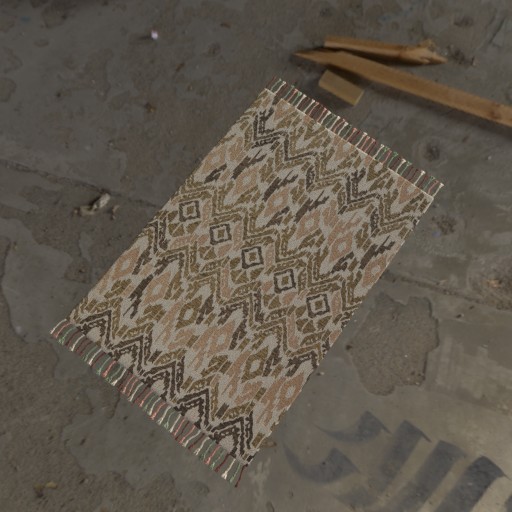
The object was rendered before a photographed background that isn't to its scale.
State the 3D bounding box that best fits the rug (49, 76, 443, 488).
[{"bbox_3d":[0.000,0.000,2.985,1.524,0.008,2.438,36,78,9],"label":"rug"}]
